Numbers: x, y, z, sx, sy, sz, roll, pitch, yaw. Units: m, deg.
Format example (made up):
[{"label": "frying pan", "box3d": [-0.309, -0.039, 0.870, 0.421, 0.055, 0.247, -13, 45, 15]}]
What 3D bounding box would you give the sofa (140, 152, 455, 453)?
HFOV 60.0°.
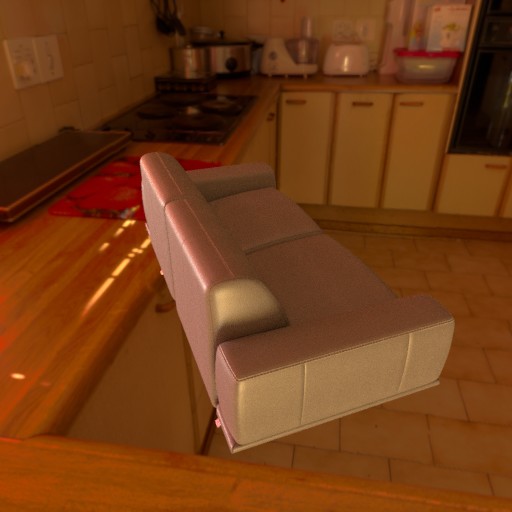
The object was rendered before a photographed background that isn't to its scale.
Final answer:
[{"label": "sofa", "box3d": [0.000, 0.000, 2.304, 0.900, 0.772, 1.901, -11, 32, -18]}]
